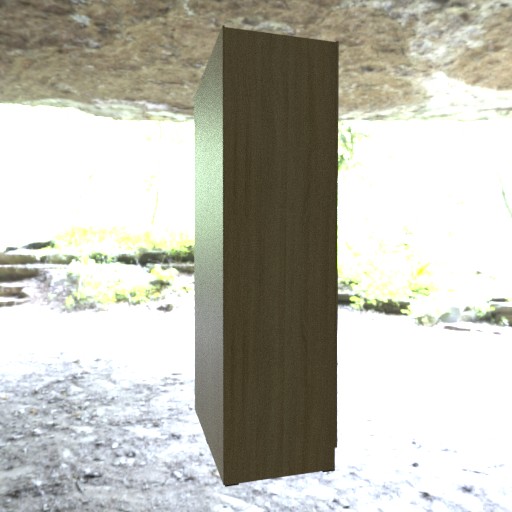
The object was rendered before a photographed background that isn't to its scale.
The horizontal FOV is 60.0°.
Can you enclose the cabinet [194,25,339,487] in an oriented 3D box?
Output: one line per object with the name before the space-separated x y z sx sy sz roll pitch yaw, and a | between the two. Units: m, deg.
cabinet | 0.000 0.000 2.593 0.590 2.121 1.001 0 1 -15
